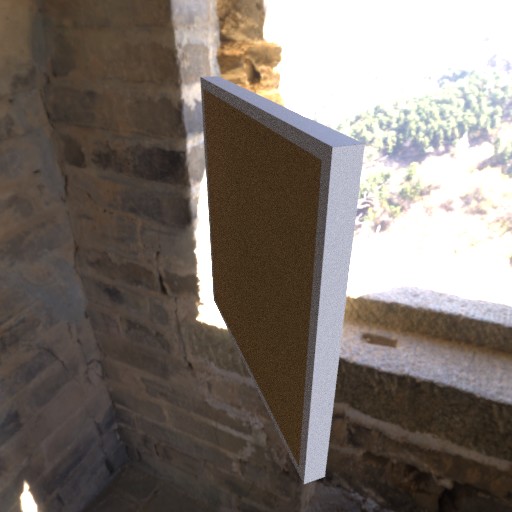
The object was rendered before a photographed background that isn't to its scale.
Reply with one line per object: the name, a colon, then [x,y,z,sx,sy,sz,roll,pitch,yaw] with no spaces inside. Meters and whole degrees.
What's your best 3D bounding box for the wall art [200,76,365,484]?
wall art: [0.000,0.000,0.751,0.035,0.507,0.508,-10,31,-18]
